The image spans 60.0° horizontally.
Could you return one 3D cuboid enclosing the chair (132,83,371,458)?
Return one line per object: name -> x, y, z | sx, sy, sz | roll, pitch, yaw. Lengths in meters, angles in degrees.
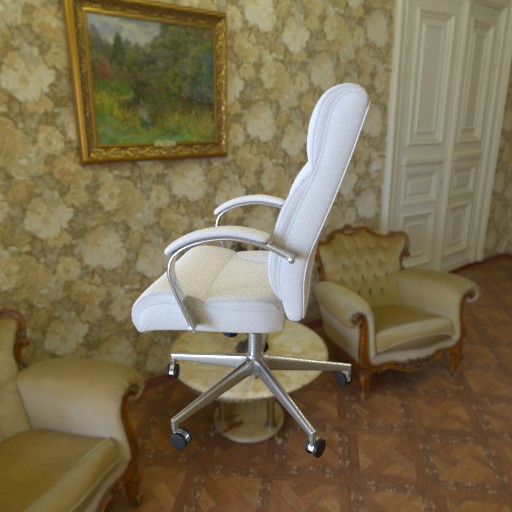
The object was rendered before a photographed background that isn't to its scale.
chair -> 0.000, 0.000, 1.566 | 0.745, 1.099, 0.727 | 2, 16, 7
